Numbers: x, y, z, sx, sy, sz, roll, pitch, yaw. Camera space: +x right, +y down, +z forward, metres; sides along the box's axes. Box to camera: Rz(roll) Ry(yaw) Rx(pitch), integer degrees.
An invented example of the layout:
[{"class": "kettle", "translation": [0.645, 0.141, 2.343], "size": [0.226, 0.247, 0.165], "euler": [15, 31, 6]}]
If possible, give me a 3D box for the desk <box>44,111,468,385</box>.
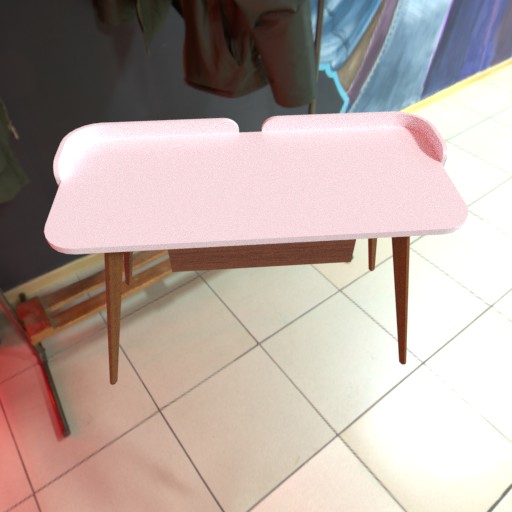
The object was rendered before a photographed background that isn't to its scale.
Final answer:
[{"class": "desk", "translation": [0.000, 0.000, 1.610], "size": [1.206, 0.807, 0.534], "euler": [-3, 47, -3]}]
